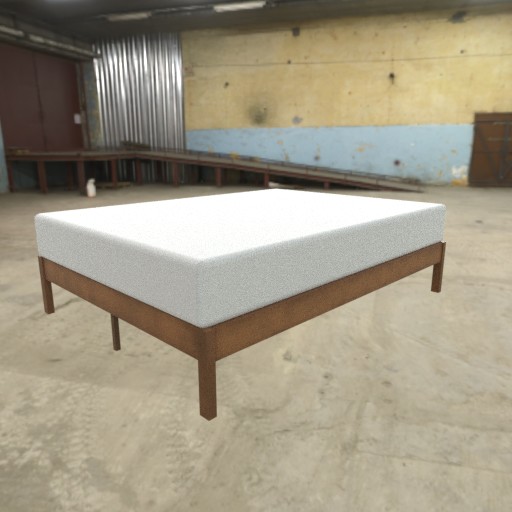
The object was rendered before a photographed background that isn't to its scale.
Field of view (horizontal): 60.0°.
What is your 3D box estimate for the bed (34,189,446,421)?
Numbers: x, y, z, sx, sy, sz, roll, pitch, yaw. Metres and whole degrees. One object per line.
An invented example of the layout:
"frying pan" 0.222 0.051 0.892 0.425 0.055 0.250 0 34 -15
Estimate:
"bed" 0.000 0.000 2.756 1.529 0.593 2.050 14 20 43
